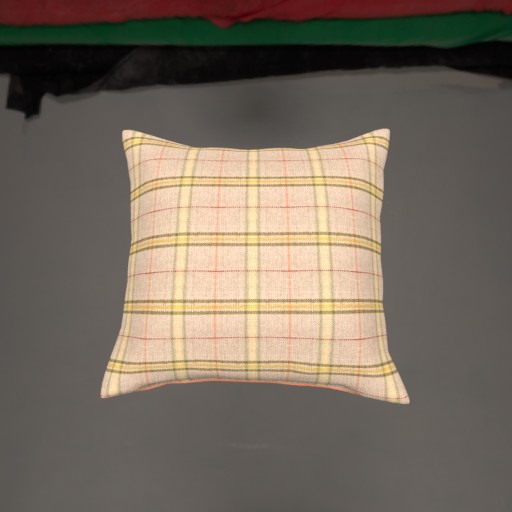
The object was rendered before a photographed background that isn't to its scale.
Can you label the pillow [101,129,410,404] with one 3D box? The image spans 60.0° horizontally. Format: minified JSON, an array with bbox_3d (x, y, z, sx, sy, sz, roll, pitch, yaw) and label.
[{"bbox_3d":[0.000,0.000,0.696,0.453,0.430,0.200,0,0,0],"label":"pillow"}]
